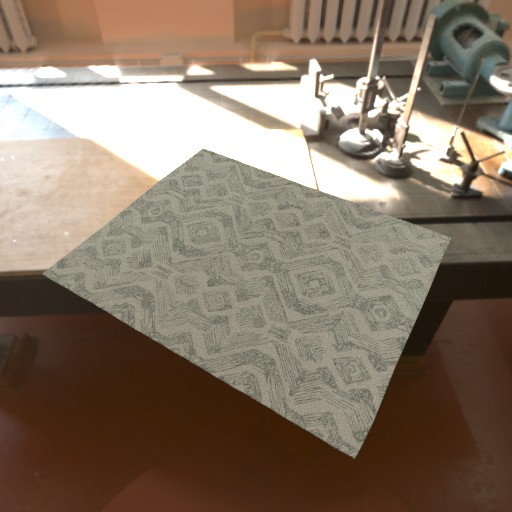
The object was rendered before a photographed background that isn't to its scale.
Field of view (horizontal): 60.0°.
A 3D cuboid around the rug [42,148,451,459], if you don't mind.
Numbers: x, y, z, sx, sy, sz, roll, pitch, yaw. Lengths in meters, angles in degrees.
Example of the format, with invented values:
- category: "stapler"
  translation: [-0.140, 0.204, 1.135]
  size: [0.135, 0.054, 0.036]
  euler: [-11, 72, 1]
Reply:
- category: "rug"
  translation: [0.000, 0.000, 4.158]
  size: [3.054, 0.030, 2.430]
  euler: [24, 51, 21]
